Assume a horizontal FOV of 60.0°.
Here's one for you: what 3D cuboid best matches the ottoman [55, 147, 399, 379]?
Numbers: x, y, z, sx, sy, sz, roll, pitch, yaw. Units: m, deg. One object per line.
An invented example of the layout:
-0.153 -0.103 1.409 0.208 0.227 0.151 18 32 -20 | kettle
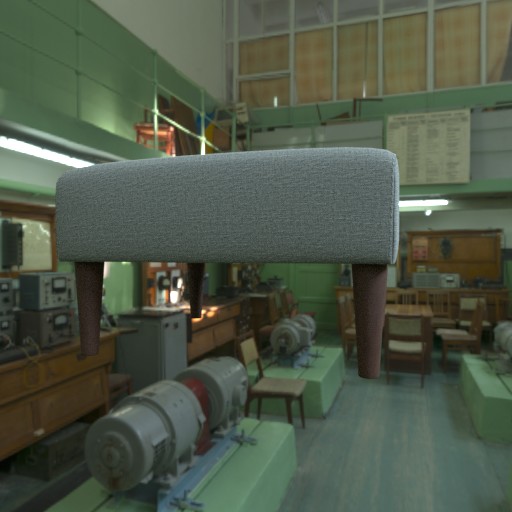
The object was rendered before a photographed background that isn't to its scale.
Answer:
0.000 0.000 1.068 0.650 0.398 0.649 0 1 17 | ottoman
